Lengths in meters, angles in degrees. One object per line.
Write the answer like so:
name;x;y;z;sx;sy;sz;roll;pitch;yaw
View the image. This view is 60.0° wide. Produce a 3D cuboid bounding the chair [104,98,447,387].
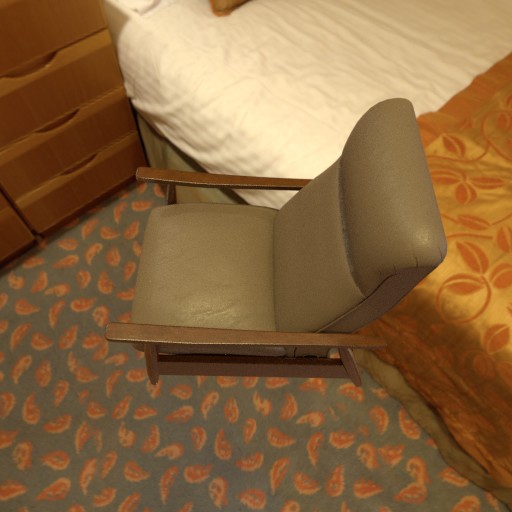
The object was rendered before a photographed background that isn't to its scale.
chair;0.000;0.000;1.745;1.014;1.082;0.762;1;59;0
